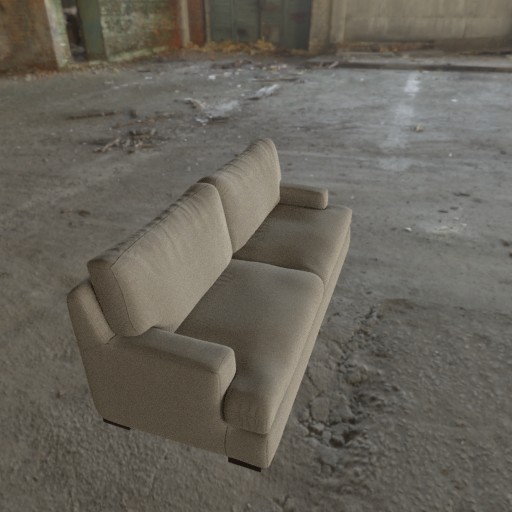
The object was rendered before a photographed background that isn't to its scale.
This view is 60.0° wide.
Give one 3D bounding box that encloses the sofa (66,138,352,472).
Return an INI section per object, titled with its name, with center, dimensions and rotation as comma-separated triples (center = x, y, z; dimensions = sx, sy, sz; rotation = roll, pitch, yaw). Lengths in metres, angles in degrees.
[sofa]
center = 0.000, 0.000, 2.897
dimensions = 0.962, 0.980, 2.354
rotation = 10, 31, 17
